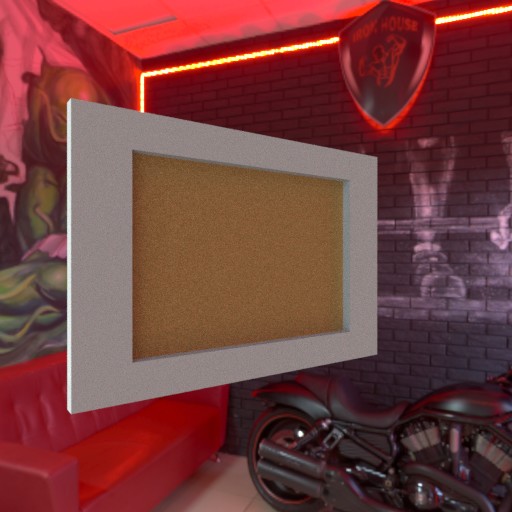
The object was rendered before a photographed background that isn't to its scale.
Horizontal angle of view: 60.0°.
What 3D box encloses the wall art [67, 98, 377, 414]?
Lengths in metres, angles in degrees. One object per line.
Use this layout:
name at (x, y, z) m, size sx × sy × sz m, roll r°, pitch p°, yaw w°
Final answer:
wall art at (0.000, 0.000, 1.138) m, size 0.906 × 0.617 × 0.033 m, roll 0°, pitch 0°, yaw -35°
